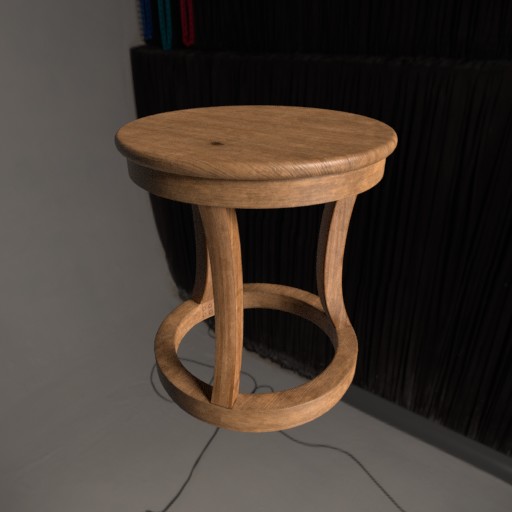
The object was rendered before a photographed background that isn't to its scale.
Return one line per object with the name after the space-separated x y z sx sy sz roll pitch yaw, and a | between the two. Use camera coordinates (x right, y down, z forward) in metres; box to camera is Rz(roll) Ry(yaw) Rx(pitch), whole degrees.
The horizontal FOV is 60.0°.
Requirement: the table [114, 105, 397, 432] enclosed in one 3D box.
0.000 0.000 0.804 0.432 0.460 0.432 0 27 0 | table
